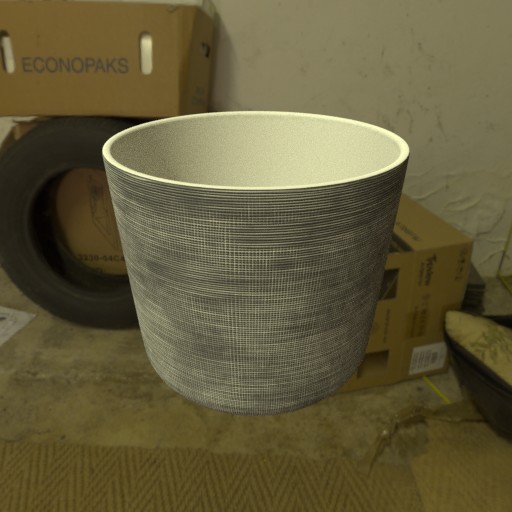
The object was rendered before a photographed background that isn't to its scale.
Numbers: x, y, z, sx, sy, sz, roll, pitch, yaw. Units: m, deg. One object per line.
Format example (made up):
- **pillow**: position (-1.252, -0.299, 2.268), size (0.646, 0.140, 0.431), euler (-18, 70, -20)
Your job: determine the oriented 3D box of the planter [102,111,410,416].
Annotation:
- **planter**: position (0.000, 0.000, 0.756), size (0.440, 0.398, 0.440), euler (0, 28, 0)
